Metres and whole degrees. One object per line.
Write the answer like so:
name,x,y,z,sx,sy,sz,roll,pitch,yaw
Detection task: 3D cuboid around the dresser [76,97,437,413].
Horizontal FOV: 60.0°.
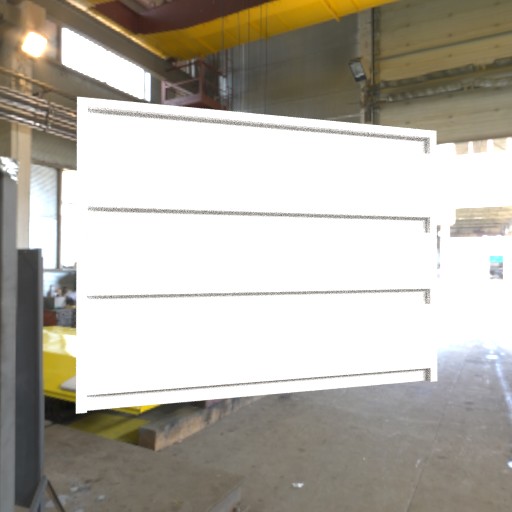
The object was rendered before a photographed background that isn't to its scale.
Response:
dresser,0.000,0.000,1.520,1.100,0.820,0.460,0,-1,-16
